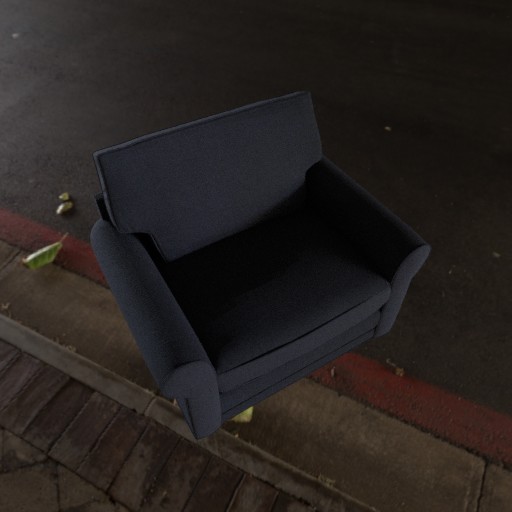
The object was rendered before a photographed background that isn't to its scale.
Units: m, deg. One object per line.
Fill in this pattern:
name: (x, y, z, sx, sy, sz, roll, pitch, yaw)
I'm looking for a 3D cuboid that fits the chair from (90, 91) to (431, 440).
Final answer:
chair: (0.000, 0.000, 2.045, 1.285, 1.044, 0.963, -24, 51, -20)
